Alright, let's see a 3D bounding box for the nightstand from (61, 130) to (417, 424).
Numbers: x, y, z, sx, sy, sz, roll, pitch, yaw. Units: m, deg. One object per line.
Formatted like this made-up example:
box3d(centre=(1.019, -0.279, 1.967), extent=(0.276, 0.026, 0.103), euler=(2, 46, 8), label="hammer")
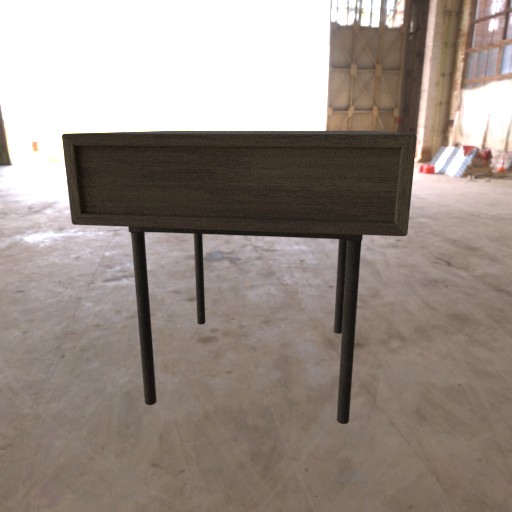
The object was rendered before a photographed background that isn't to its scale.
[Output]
box3d(centre=(0.000, 0.000, 0.920), extent=(0.502, 0.497, 0.503), euler=(2, 16, 8), label="nightstand")
